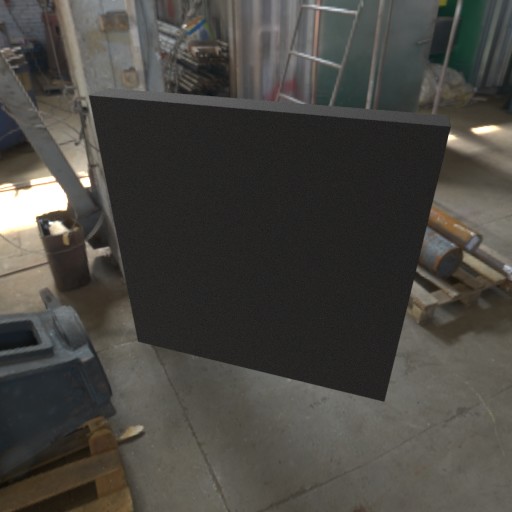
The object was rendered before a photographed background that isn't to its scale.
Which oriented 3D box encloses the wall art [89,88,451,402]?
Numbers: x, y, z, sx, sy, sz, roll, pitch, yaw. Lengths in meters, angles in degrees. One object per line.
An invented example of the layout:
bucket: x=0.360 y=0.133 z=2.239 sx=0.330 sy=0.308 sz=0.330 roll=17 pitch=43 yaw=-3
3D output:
wall art: x=0.000 y=0.000 z=0.457 sx=0.308 sy=0.305 sz=0.030 roll=10 pitch=35 yaw=15
